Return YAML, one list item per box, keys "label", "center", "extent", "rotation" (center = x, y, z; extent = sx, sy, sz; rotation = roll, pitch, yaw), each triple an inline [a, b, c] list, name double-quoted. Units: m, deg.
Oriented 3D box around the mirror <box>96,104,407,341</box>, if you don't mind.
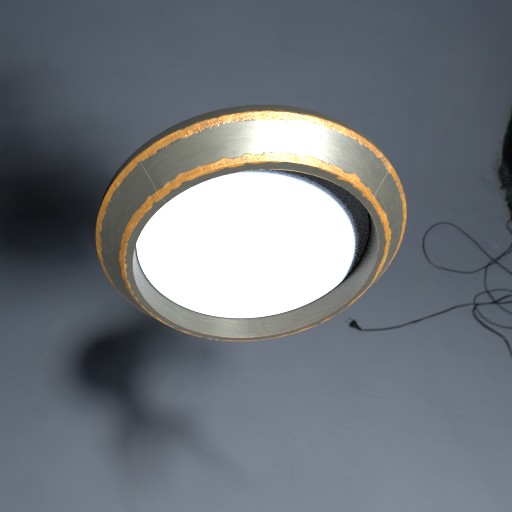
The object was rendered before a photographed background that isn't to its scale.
- label: "mirror"
  center: [0.000, 0.000, 1.315]
  extent: [0.907, 0.907, 0.111]
  rotation: [-5, 47, -4]
